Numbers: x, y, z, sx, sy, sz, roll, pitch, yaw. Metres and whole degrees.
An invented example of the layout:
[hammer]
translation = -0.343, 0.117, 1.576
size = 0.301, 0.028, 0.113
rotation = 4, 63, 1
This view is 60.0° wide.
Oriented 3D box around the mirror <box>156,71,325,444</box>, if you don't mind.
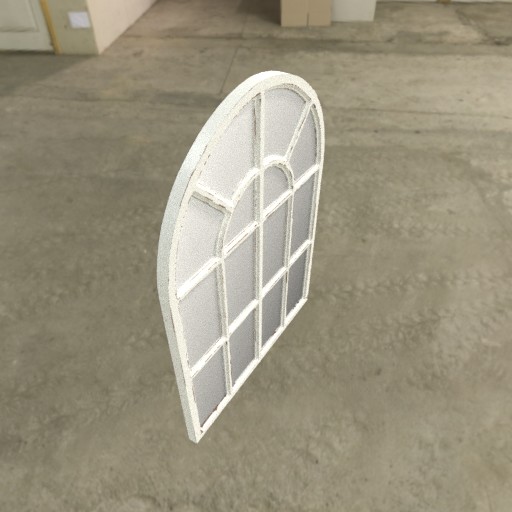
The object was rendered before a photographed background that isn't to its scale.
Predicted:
[mirror]
translation = 0.000, 0.000, 1.159
size = 0.032, 0.920, 0.660
rotation = 24, 47, 24
